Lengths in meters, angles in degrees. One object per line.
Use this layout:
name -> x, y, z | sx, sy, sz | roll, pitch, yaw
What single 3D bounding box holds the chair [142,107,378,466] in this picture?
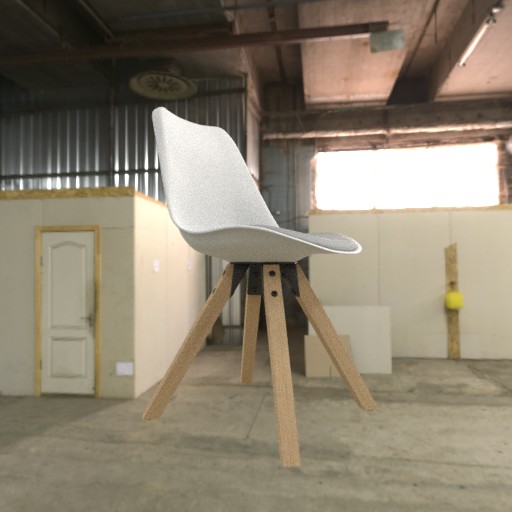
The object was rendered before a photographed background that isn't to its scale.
chair -> 0.000, 0.000, 1.208 | 0.550, 0.850, 0.485 | 0, -1, 37
